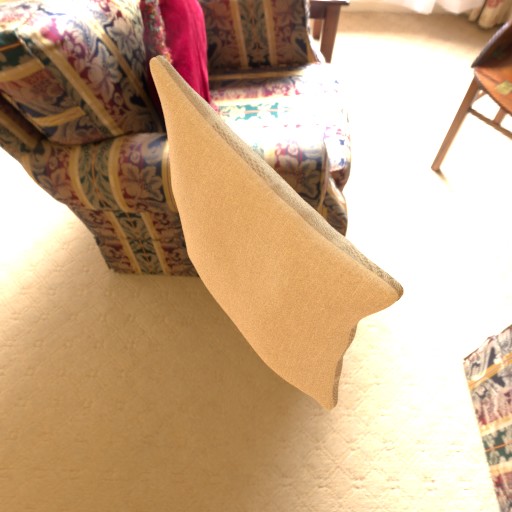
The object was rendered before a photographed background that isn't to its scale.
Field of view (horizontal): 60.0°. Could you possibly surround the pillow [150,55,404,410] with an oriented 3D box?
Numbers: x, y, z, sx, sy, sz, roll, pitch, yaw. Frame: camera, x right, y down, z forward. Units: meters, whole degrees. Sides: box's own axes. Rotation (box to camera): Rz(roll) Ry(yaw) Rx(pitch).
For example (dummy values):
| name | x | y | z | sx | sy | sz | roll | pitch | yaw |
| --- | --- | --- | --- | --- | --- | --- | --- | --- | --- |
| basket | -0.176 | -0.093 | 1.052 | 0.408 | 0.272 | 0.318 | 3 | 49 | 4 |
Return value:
| name | x | y | z | sx | sy | sz | roll | pitch | yaw |
| --- | --- | --- | --- | --- | --- | --- | --- | --- | --- |
| pillow | 0.000 | 0.000 | 0.666 | 0.138 | 0.432 | 0.436 | -32 | 64 | -18 |
